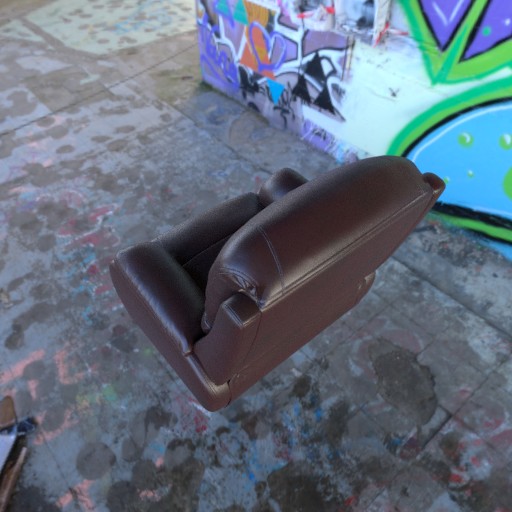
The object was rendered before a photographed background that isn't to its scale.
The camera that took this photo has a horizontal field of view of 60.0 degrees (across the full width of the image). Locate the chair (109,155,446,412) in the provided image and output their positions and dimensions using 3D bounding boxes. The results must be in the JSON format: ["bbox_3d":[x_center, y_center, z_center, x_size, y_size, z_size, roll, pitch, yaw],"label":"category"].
[{"bbox_3d":[0.000,0.000,1.748,0.930,1.011,0.899,-31,53,-27],"label":"chair"}]
